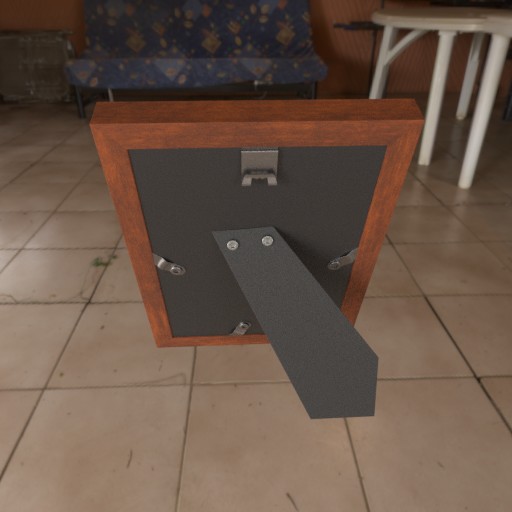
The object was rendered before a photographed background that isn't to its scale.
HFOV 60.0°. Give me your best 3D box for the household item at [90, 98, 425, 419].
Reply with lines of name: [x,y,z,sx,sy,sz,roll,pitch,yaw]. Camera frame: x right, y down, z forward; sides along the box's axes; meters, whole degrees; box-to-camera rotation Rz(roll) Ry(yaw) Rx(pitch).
household item: [0.000,0.000,0.291,0.160,0.204,0.096,-2,30,-3]
